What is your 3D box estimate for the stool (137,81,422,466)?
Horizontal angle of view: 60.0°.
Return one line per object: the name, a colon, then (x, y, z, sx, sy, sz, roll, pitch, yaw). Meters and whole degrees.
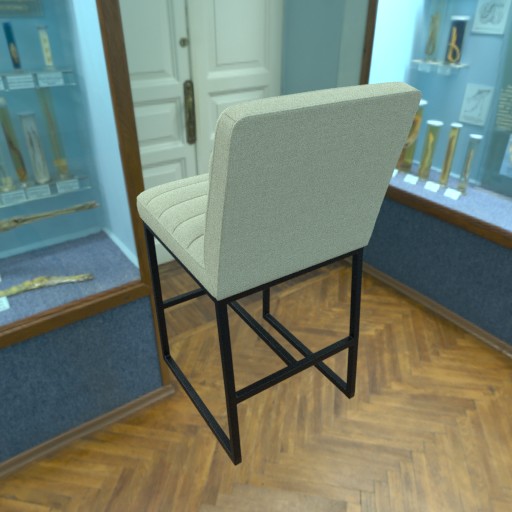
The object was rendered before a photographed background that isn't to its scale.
stool: (0.000, 0.000, 1.220, 0.460, 0.940, 0.560, -18, 35, -28)
